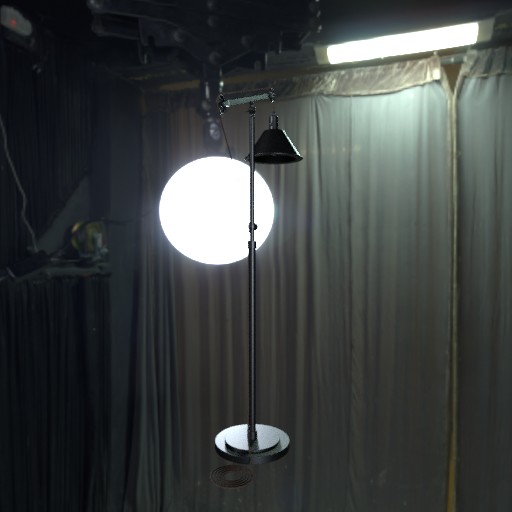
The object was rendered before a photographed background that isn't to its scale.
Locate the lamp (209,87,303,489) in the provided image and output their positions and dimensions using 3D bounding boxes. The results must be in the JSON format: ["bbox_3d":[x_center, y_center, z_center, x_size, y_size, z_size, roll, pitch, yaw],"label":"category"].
[{"bbox_3d":[0.000,0.000,1.926,0.319,1.626,0.904,1,2,17],"label":"lamp"}]
